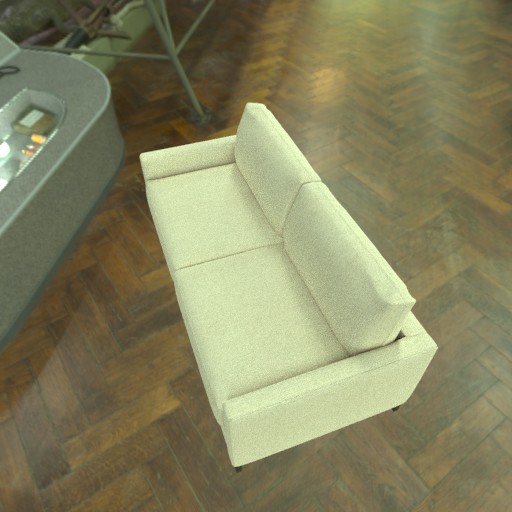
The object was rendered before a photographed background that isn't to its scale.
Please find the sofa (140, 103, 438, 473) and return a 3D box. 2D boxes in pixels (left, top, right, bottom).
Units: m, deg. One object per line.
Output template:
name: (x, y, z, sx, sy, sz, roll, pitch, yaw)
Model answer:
sofa: (0.000, 0.000, 2.158, 0.839, 0.812, 1.651, -15, 49, -14)
